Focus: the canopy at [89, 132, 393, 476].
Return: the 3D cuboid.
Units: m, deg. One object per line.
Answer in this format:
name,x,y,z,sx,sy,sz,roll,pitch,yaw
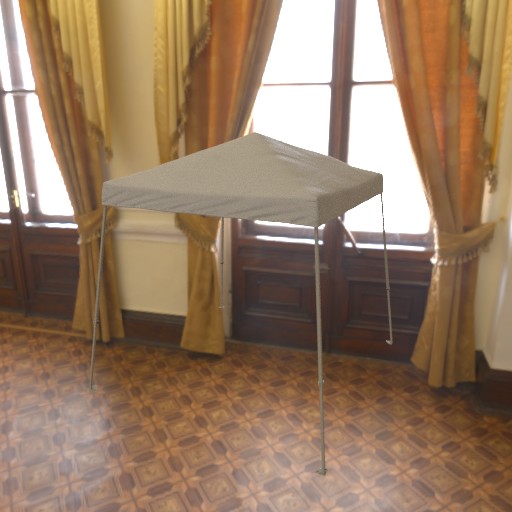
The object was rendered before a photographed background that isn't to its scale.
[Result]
canopy,0.000,0.000,6.671,3.600,3.600,3.599,8,18,27
